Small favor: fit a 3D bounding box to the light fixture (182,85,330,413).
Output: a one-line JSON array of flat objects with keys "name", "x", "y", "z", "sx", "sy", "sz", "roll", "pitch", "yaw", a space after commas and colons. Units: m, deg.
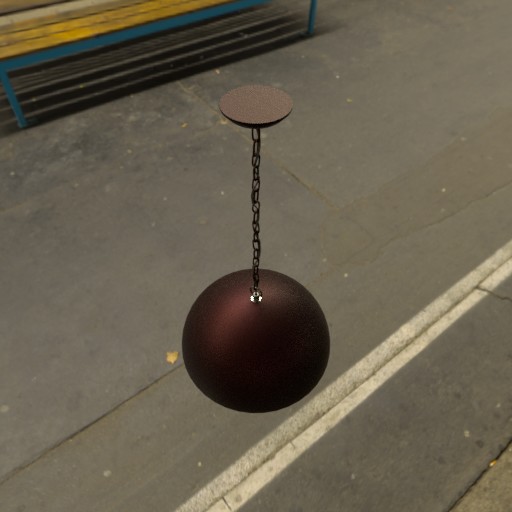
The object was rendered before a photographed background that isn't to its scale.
[{"name": "light fixture", "x": 0.000, "y": 0.000, "z": 1.162, "sx": 0.492, "sy": 0.869, "sz": 0.492, "roll": 24, "pitch": 53, "yaw": 20}]
